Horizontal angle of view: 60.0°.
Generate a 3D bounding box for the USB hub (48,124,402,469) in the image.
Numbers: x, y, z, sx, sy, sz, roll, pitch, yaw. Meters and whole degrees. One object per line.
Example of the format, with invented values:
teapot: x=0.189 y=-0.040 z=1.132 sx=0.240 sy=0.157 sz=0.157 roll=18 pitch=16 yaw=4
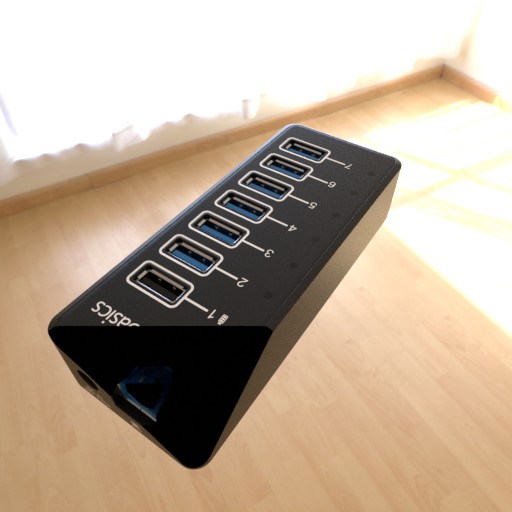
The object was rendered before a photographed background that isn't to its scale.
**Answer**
USB hub: x=0.000 y=0.000 z=0.130 sx=0.044 sy=0.023 sz=0.110 roll=27 pitch=52 yaw=23
